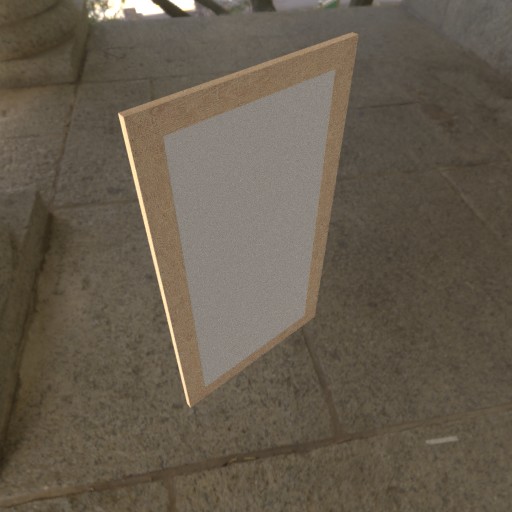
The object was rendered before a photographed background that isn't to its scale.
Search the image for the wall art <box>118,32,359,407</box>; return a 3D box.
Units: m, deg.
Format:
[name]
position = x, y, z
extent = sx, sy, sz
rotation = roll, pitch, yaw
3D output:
[wall art]
position = 0.000, 0.000, 0.808
extent = 0.381, 0.683, 0.013
rotation = -31, 53, -27
